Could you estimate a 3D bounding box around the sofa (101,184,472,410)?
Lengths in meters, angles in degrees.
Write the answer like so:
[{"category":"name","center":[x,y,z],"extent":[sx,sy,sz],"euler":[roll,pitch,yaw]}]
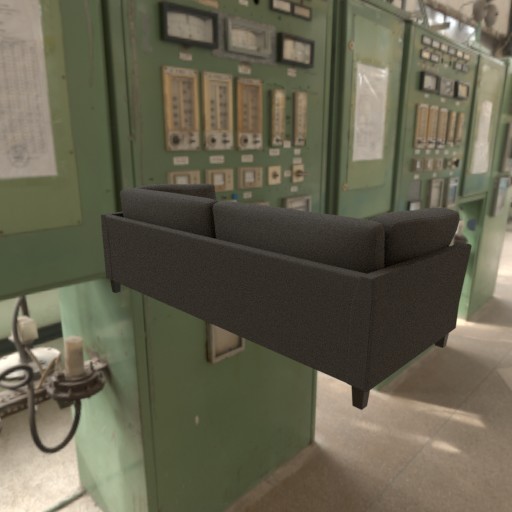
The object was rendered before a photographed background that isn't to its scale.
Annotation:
[{"category":"sofa","center":[0.000,0.000,2.848],"extent":[2.312,0.792,0.969],"euler":[14,20,43]}]
